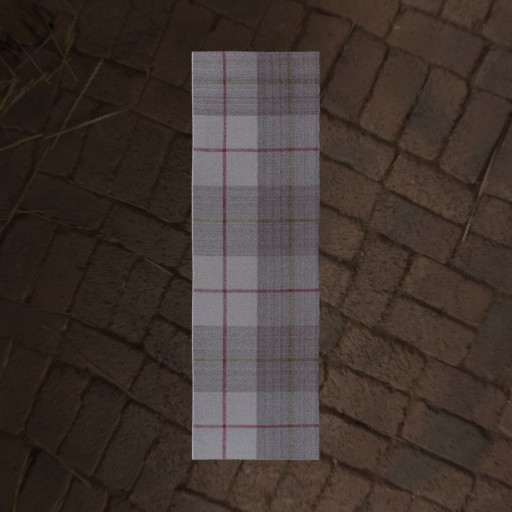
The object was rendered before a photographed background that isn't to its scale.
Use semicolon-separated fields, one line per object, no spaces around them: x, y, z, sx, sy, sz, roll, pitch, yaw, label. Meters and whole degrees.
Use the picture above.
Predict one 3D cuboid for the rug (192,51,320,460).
0.000;0.000;2.652;0.762;0.013;2.439;0;90;0;rug
